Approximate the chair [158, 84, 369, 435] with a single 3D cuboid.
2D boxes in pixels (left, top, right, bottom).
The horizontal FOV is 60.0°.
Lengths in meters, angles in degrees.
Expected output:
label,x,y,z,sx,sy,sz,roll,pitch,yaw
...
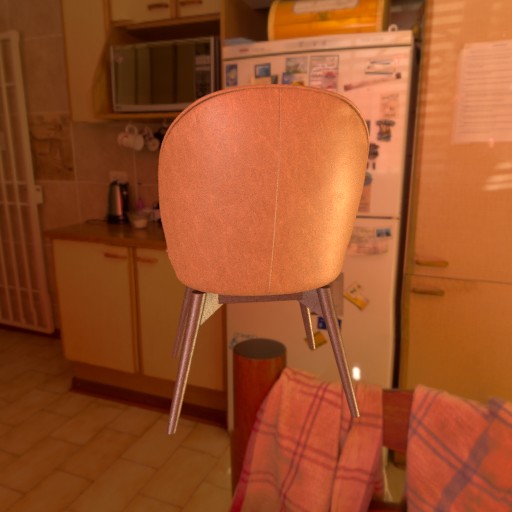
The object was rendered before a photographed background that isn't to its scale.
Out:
label,x,y,z,sx,sy,sz,roll,pitch,yaw
chair,0.000,0.000,1.252,0.521,0.831,0.631,-2,13,-9
